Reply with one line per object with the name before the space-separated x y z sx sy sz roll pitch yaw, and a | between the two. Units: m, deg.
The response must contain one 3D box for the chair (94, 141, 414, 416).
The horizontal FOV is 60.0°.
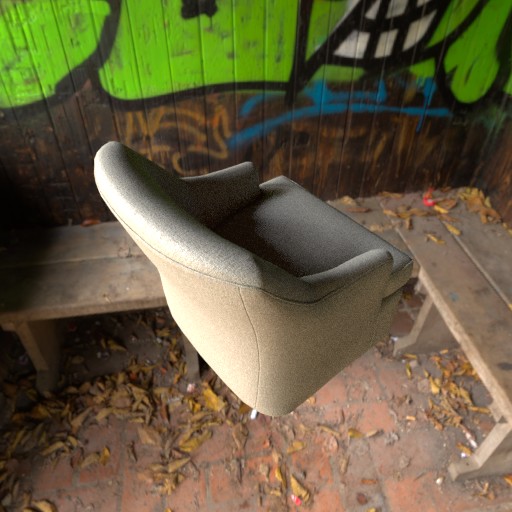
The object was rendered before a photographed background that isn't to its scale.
chair | 0.000 0.000 1.648 0.923 0.856 0.864 -27 48 -27
